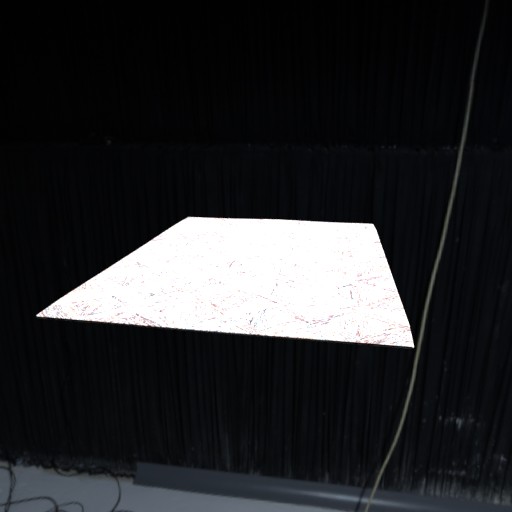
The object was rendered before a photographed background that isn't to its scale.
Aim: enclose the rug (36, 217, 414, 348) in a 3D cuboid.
[{"bbox_3d":[0.000,0.000,4.246,2.436,0.024,3.226,3,17,10],"label":"rug"}]
